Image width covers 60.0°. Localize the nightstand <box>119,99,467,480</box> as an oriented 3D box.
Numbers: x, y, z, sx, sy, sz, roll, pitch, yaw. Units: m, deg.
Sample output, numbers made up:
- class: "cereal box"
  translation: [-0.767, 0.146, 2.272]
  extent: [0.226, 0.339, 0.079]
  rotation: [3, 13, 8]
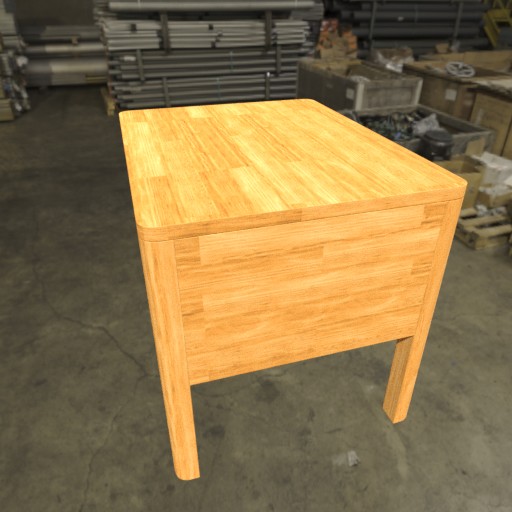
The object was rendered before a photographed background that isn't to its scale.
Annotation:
- class: "nightstand"
  translation: [0.000, 0.000, 0.888]
  extent: [0.440, 0.470, 0.560]
  rotation: [-9, 32, -14]
